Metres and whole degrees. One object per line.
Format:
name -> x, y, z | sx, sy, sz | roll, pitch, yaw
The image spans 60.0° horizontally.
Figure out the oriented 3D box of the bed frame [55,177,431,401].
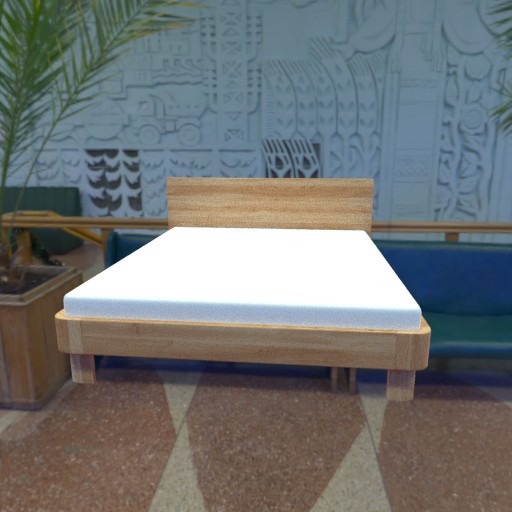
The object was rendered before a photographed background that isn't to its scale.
bed frame -> 0.000, 0.000, 3.112 | 1.872, 0.940, 2.092 | 1, 14, 6
